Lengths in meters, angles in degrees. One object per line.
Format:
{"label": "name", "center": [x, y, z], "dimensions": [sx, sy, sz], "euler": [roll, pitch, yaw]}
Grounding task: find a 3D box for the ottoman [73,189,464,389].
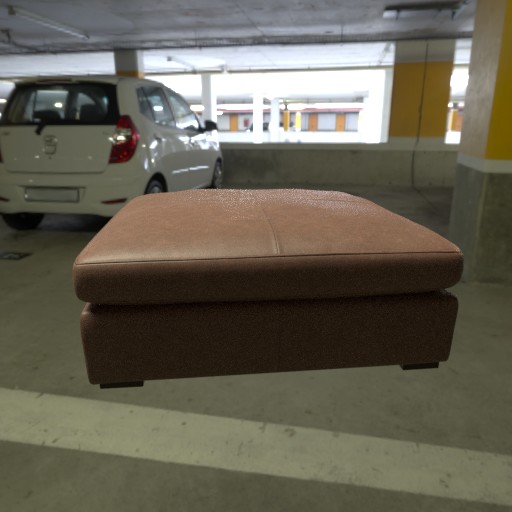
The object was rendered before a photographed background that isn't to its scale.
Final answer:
{"label": "ottoman", "center": [0.000, 0.000, 1.833], "dimensions": [1.168, 0.490, 1.168], "euler": [-2, 16, -6]}
